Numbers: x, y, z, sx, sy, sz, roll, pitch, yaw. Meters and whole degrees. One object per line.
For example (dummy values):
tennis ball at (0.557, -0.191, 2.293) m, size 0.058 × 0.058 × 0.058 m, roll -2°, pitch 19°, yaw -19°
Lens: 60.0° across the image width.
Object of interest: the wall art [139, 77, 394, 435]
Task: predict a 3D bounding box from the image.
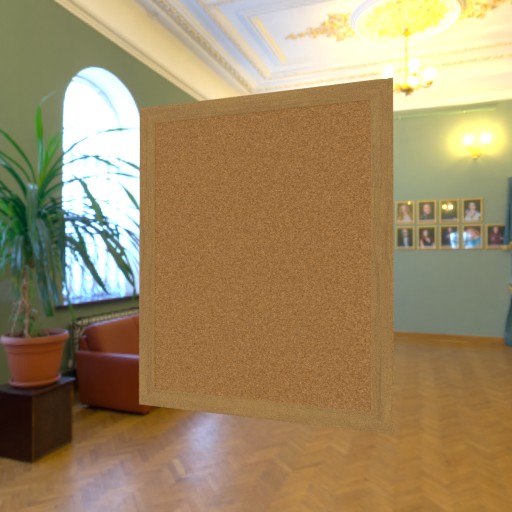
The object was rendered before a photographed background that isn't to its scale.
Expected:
wall art at (0.000, 0.000, 0.777) m, size 0.460 × 0.561 × 0.020 m, roll 0°, pitch 0°, yaw 18°
